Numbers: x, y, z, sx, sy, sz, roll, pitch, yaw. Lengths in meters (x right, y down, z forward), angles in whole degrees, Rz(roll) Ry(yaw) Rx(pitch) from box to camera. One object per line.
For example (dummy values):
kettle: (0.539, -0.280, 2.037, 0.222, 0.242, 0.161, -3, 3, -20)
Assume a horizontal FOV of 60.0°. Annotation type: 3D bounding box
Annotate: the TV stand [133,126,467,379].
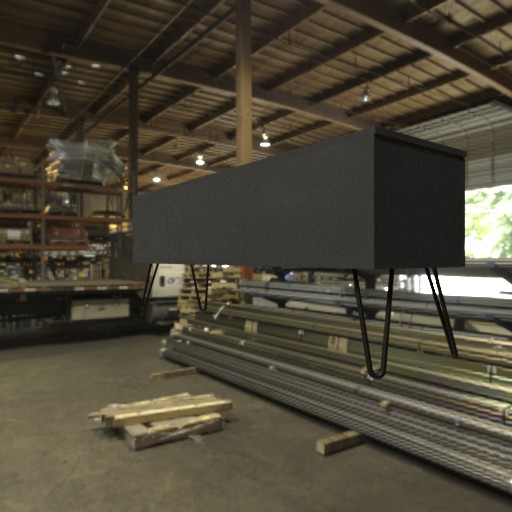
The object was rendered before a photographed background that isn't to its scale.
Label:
TV stand: (0.000, 0.000, 1.643, 0.400, 0.560, 1.400, 0, 0, -37)
